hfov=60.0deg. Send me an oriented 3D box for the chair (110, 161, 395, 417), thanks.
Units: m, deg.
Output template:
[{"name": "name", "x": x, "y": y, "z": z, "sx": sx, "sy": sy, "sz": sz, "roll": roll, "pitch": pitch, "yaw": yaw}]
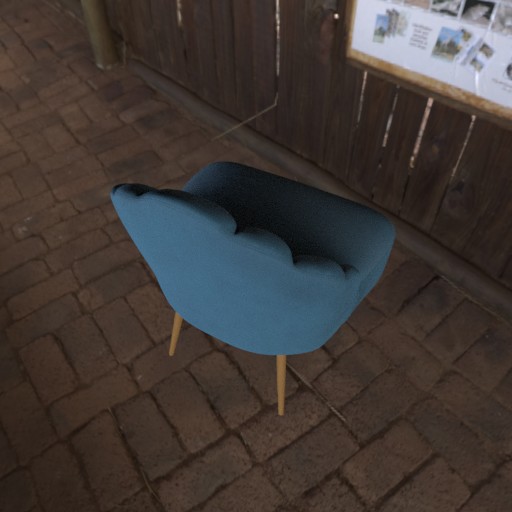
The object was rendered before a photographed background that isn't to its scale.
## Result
[{"name": "chair", "x": 0.000, "y": 0.000, "z": 1.261, "sx": 0.657, "sy": 0.819, "sz": 0.599, "roll": 23, "pitch": 51, "yaw": 20}]
